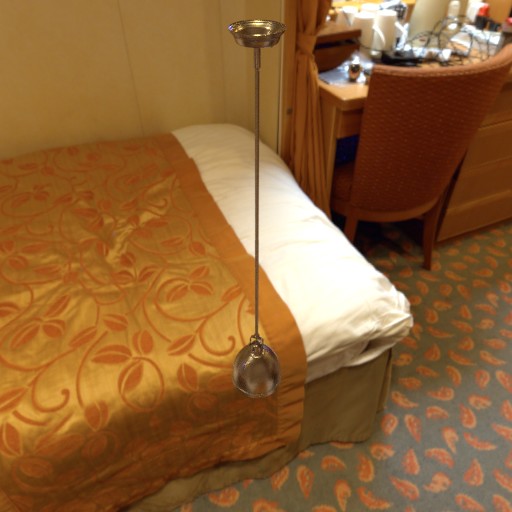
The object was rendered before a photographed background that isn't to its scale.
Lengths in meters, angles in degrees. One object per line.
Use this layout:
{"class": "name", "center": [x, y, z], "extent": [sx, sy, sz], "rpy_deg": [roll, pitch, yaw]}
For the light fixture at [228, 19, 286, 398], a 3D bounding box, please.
{"class": "light fixture", "center": [0.000, 0.000, 1.445], "extent": [0.217, 1.367, 0.211], "rpy_deg": [13, 43, 14]}
